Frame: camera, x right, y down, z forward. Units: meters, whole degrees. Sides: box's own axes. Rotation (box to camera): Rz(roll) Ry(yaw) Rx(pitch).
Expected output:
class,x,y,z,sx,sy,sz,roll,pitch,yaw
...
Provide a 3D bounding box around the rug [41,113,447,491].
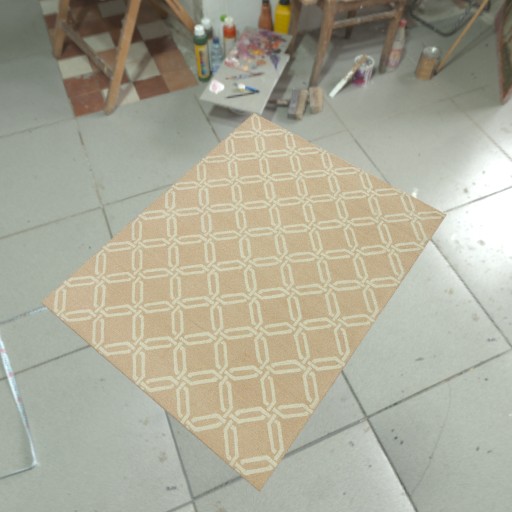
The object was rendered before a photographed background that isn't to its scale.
class,x,y,z,sx,sy,sz,roll,pitch,yaw
rug,0.000,0.000,3.915,2.288,0.018,2.895,33,64,19
